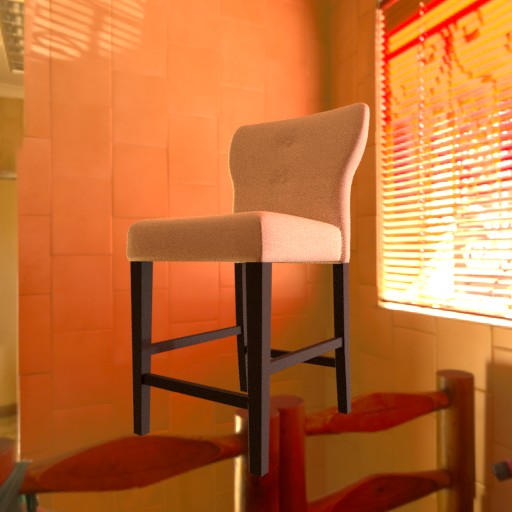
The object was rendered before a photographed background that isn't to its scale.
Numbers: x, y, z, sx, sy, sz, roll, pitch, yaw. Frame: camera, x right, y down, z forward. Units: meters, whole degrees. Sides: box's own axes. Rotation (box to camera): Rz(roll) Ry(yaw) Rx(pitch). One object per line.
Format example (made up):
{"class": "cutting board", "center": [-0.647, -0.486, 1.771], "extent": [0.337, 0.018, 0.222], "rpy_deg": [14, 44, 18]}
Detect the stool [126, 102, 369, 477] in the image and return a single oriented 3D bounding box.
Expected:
{"class": "stool", "center": [0.000, 0.000, 1.313], "extent": [0.514, 0.972, 0.603], "rpy_deg": [0, 0, 35]}
